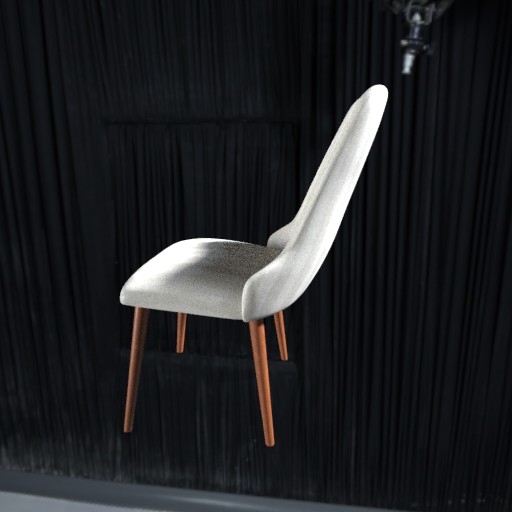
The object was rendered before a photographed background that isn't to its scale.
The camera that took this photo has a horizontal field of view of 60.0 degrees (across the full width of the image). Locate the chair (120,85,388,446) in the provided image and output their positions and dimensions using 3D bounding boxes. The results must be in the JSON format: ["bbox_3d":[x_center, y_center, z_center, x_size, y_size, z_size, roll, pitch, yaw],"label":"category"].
[{"bbox_3d":[0.000,0.000,1.312,0.684,0.917,0.526,2,15,8],"label":"chair"}]
